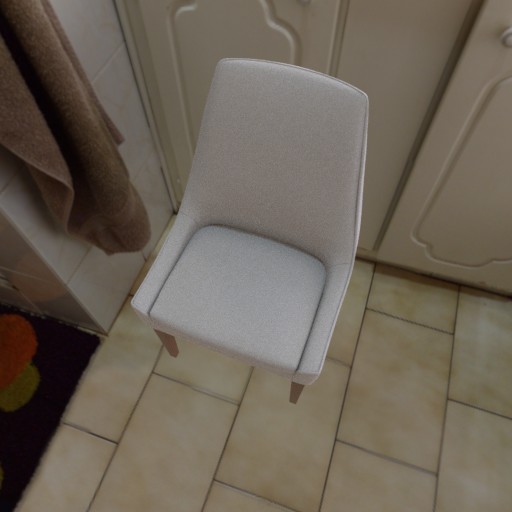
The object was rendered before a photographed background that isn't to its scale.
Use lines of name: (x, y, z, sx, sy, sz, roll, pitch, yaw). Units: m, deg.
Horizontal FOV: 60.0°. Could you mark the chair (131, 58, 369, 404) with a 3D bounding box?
chair: (0.000, 0.000, 1.240, 0.529, 0.861, 0.544, 18, 60, 11)
